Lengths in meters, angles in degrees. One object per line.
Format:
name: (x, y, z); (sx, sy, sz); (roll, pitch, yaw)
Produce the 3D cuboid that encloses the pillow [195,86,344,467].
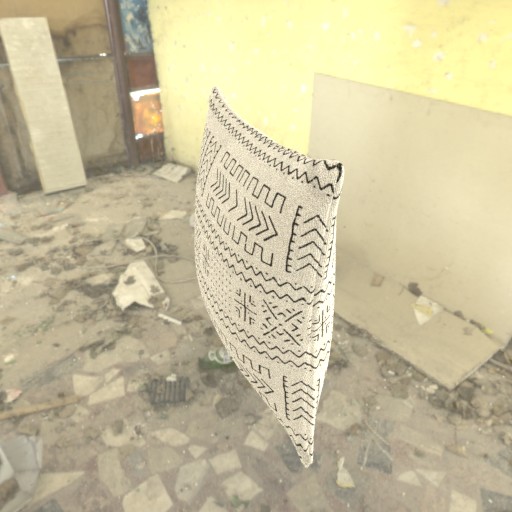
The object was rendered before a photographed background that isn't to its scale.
pillow: (0.000, 0.000, 0.671); (0.164, 0.430, 0.438); (-10, 32, -17)
